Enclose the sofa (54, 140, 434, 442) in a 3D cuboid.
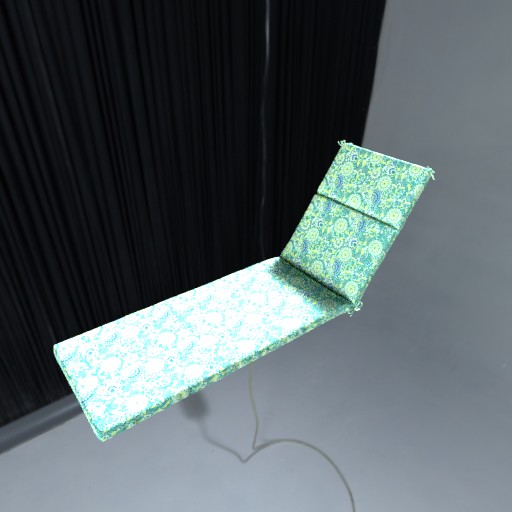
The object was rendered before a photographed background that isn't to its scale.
[{"bbox_3d":[0.000,0.000,1.900,1.663,0.622,0.582,-21,37,-31],"label":"sofa"}]
